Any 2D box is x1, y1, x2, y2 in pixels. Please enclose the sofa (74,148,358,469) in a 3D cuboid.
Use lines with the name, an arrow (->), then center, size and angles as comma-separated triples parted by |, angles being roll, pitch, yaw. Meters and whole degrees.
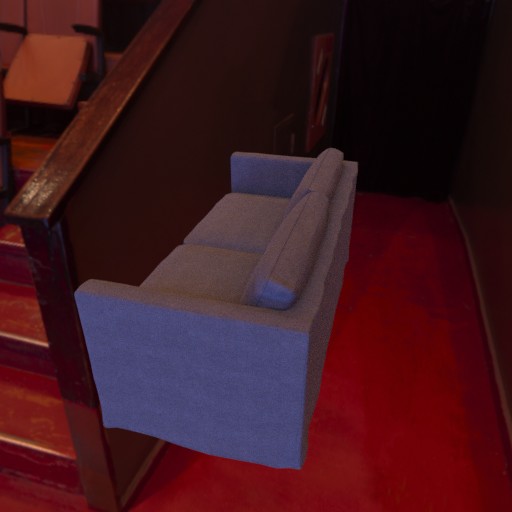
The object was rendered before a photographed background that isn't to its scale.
sofa -> 0.000, 0.000, 2.527 | 0.953, 0.855, 1.982 | 8, 30, 14
